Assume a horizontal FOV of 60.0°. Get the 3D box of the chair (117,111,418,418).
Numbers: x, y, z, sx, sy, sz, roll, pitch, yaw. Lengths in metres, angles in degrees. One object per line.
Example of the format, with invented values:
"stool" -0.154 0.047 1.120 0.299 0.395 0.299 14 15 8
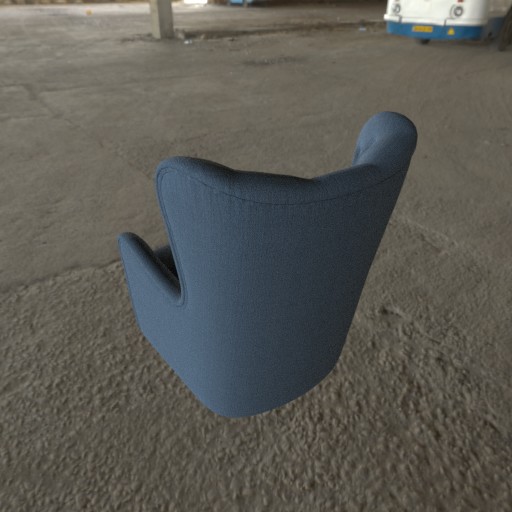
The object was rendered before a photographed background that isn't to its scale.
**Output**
"chair" 0.000 0.000 1.712 0.831 1.079 0.930 -20 37 -29
